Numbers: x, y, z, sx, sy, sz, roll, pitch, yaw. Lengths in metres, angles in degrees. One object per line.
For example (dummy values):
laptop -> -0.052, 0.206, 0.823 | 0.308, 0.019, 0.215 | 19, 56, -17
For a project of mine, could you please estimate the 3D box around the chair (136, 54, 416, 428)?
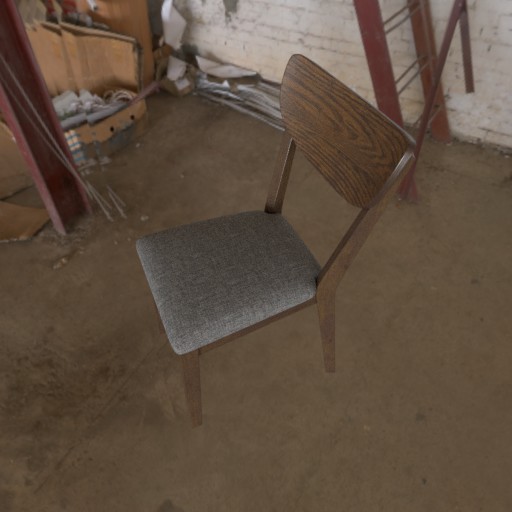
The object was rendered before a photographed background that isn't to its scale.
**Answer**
chair -> 0.000, 0.000, 1.209 | 0.583, 0.849, 0.491 | -17, 48, -16
